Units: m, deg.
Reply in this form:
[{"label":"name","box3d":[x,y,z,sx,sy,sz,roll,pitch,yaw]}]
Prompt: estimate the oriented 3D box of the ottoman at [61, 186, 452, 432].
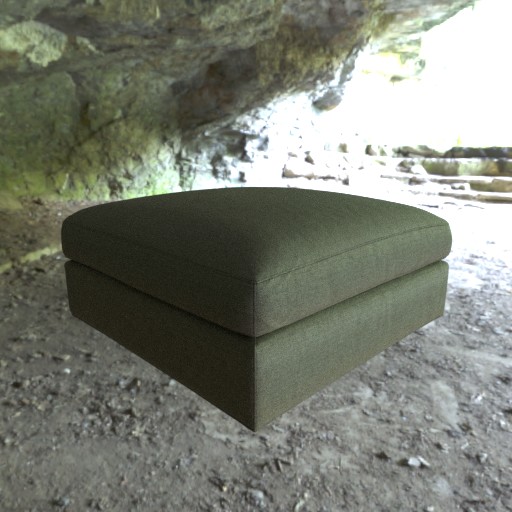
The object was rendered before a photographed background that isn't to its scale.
[{"label":"ottoman","box3d":[0.000,0.000,1.641,1.041,0.470,1.041,-14,20,-43]}]
